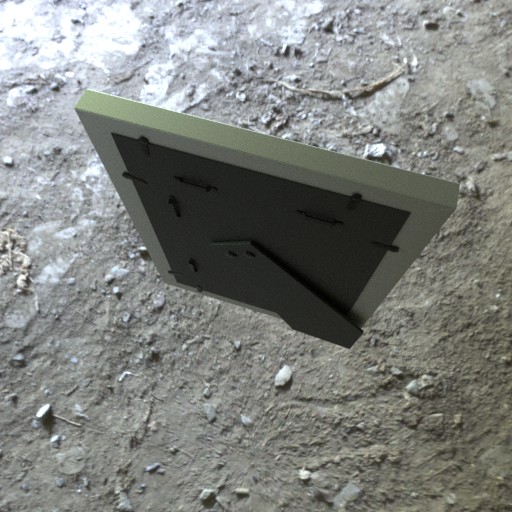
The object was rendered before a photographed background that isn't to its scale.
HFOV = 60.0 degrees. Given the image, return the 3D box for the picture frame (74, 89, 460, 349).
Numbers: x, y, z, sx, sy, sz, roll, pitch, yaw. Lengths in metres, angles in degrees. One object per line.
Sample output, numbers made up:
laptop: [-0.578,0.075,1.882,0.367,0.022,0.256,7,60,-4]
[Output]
picture frame: [0.000,0.000,0.516,0.307,0.386,0.036,16,66,7]
